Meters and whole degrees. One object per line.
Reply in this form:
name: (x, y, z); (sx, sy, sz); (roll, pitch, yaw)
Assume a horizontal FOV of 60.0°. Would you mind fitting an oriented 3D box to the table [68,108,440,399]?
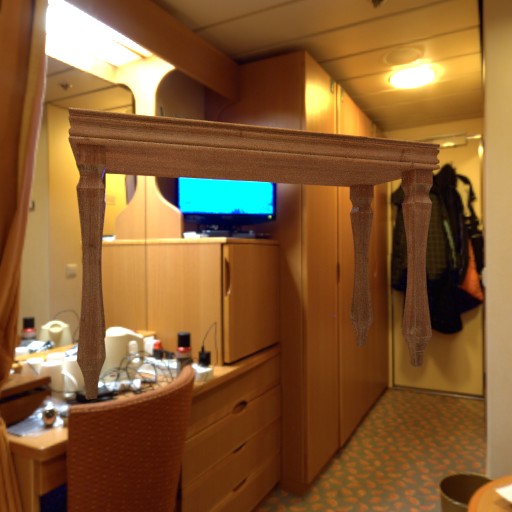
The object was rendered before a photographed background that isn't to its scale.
table: (0.000, 0.000, 1.753); (1.330, 0.873, 0.522); (0, 0, -19)
